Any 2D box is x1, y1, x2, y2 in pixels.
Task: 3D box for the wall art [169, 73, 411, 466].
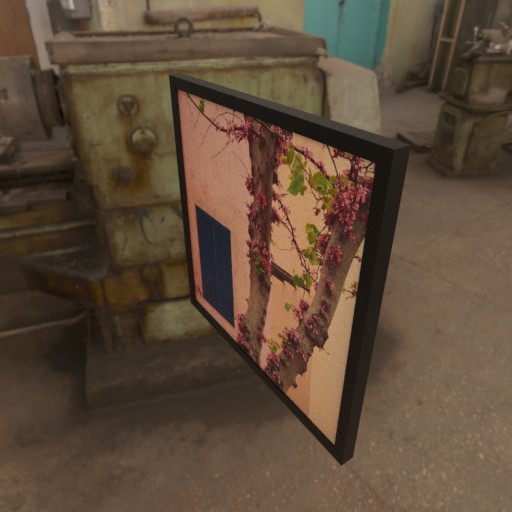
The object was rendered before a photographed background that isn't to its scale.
[{"bbox_3d":[0.000,0.000,1.121,0.038,0.762,0.762,-20,37,-29],"label":"wall art"}]
